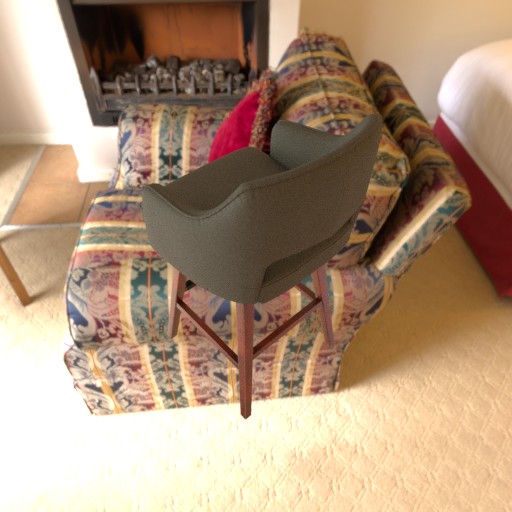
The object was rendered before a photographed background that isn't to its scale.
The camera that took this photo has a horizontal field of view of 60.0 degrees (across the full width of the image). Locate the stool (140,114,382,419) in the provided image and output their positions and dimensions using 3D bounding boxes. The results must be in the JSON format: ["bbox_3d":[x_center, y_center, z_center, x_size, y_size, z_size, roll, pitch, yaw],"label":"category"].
[{"bbox_3d":[0.000,0.000,1.403,0.548,1.012,0.558,-33,55,-28],"label":"stool"}]
